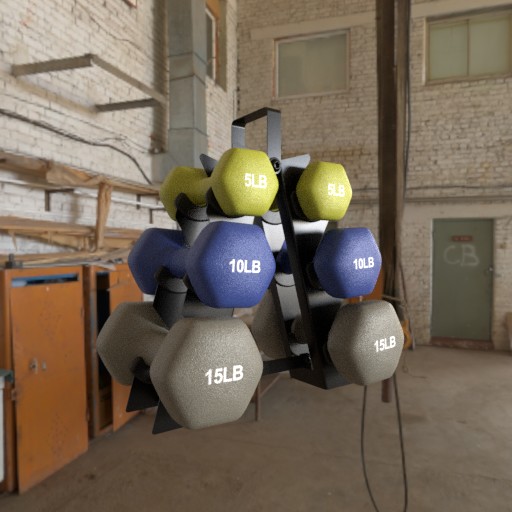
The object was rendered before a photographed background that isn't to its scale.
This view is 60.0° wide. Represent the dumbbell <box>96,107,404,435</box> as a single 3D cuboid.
[{"bbox_3d":[0.000,0.000,0.675,0.416,0.426,0.261,-1,1,-36],"label":"dumbbell"}]
